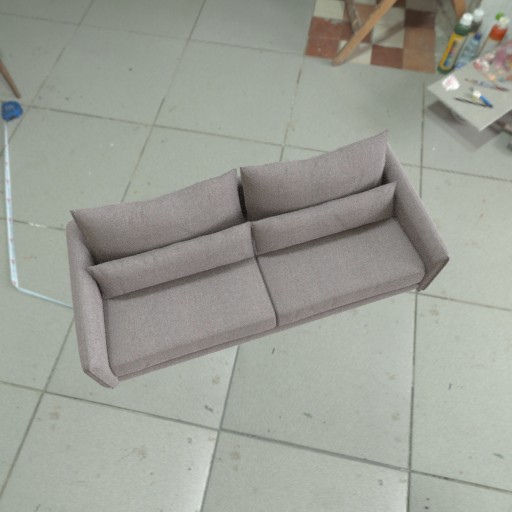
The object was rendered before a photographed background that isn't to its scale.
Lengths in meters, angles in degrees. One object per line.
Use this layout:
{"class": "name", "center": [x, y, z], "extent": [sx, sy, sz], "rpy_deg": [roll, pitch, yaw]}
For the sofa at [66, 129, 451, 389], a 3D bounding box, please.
{"class": "sofa", "center": [0.000, 0.000, 2.498], "extent": [2.022, 0.833, 0.809], "rpy_deg": [-16, 64, -8]}
